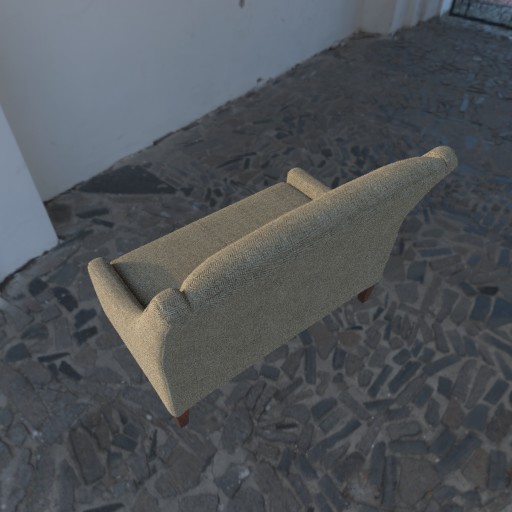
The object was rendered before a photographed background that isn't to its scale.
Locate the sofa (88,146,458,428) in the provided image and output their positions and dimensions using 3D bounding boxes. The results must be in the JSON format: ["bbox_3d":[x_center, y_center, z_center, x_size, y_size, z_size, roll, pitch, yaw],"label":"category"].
[{"bbox_3d":[0.000,0.000,1.931,1.242,1.021,0.870,-28,52,-25],"label":"sofa"}]
